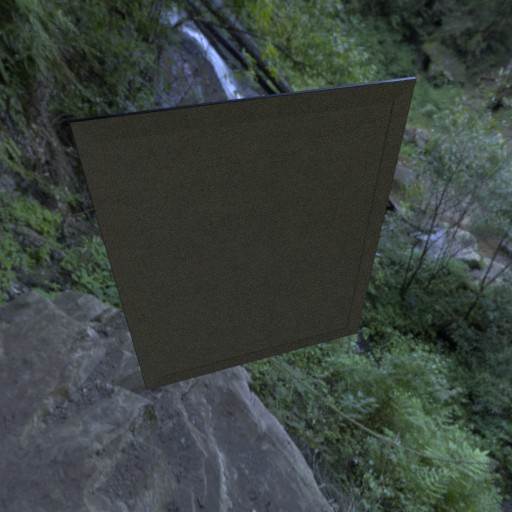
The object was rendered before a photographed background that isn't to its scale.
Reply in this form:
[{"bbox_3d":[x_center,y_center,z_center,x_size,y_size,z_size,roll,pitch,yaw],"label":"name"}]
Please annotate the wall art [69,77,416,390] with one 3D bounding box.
[{"bbox_3d":[0.000,0.000,0.622,0.381,0.457,0.023,-12,42,-14],"label":"wall art"}]
